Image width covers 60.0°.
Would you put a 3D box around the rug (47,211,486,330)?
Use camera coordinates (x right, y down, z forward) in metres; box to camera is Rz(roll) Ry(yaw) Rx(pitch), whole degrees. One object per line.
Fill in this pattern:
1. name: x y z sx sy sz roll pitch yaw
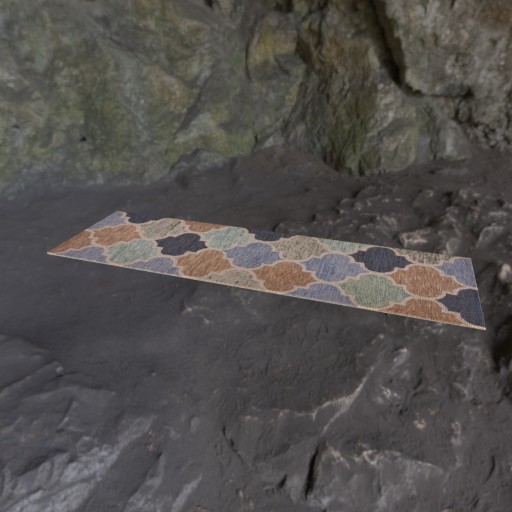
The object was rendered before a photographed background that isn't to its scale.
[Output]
1. rug: 0.000 0.000 2.493 2.287 0.011 0.687 9 28 16
